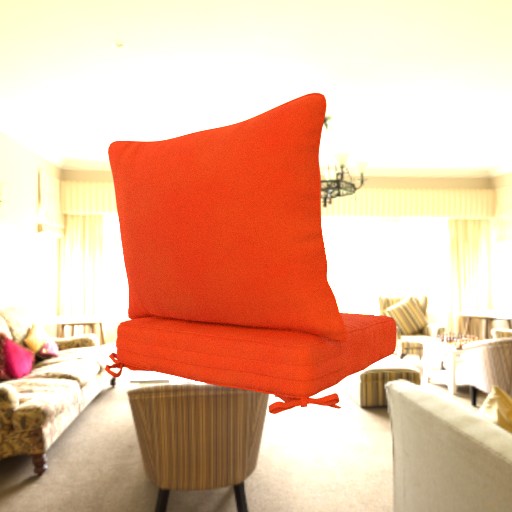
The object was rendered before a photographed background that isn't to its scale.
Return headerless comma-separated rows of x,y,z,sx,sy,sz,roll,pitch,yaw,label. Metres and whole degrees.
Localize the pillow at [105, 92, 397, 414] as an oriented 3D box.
0.000,0.000,1.426,0.798,0.725,0.733,-1,-1,35,pillow
